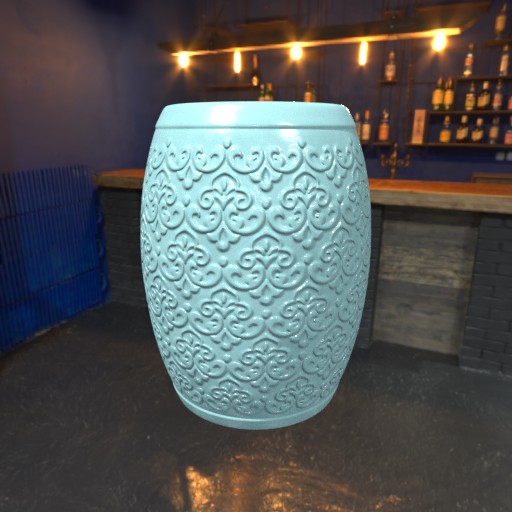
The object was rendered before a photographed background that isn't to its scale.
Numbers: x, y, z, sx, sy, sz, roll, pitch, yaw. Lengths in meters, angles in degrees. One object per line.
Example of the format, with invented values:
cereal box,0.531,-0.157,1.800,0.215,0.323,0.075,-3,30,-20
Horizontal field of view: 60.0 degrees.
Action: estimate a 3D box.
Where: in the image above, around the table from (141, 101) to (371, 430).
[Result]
table,0.000,0.000,0.619,0.309,0.397,0.309,0,16,0
